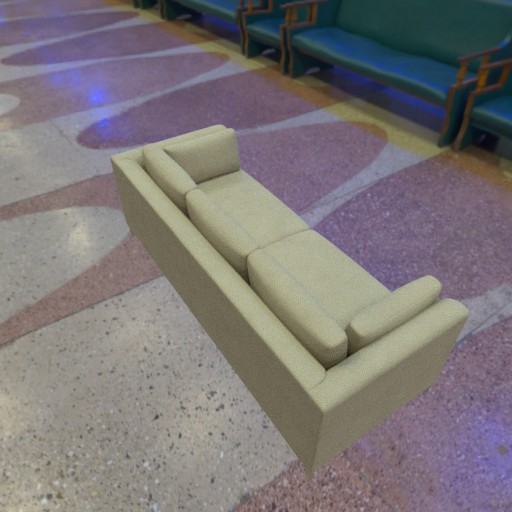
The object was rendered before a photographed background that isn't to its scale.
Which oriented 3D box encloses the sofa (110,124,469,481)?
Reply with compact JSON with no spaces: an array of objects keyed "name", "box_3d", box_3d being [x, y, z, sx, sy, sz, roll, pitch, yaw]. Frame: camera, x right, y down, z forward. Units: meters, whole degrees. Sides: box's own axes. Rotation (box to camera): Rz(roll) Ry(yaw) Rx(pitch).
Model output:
[{"name":"sofa","box_3d":[0.000,0.000,2.923,0.969,0.867,2.415,-24,48,-24]}]
